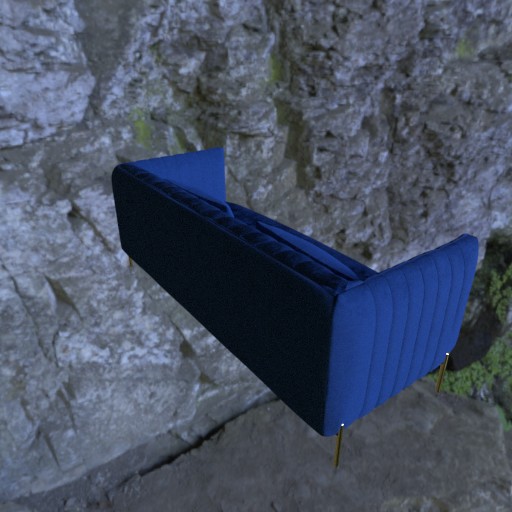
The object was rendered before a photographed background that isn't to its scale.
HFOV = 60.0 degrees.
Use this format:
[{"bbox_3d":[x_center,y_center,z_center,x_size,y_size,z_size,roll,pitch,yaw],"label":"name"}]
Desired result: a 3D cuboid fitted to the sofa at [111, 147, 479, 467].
[{"bbox_3d":[0.000,0.000,2.538,0.896,0.793,2.136,-18,32,-32],"label":"sofa"}]
